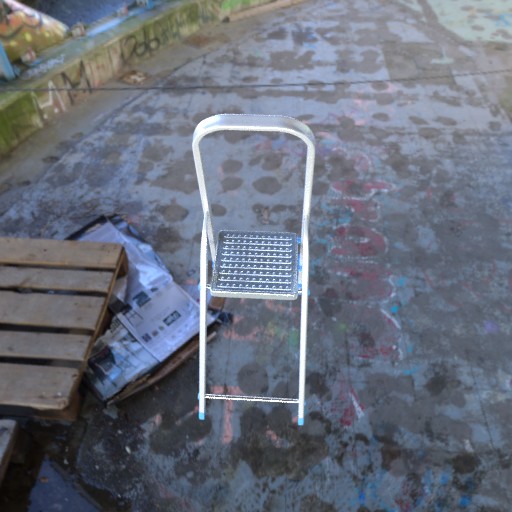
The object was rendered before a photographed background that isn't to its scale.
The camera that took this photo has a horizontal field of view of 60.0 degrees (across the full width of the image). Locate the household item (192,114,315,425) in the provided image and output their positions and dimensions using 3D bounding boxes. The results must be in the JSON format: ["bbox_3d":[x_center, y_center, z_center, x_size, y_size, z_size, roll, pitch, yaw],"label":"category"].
[{"bbox_3d":[0.000,0.000,1.540,0.420,1.215,0.687,2,48,2],"label":"household item"}]
